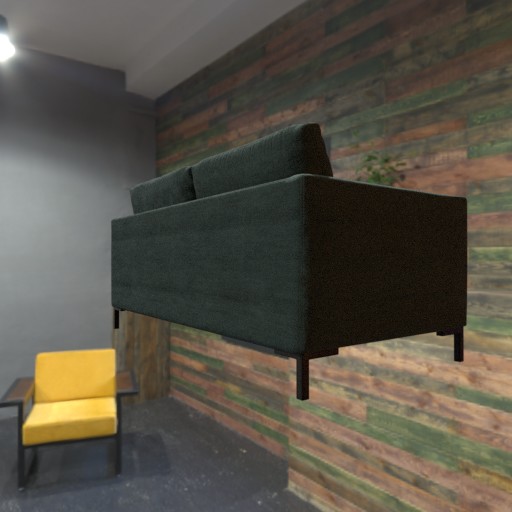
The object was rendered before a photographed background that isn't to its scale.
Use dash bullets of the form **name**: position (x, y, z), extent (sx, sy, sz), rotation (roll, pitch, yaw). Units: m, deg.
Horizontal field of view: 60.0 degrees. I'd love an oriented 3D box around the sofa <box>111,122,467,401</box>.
- **sofa**: position (0.000, 0.000, 2.118), extent (0.875, 0.817, 1.676), rotation (0, -1, -36)
